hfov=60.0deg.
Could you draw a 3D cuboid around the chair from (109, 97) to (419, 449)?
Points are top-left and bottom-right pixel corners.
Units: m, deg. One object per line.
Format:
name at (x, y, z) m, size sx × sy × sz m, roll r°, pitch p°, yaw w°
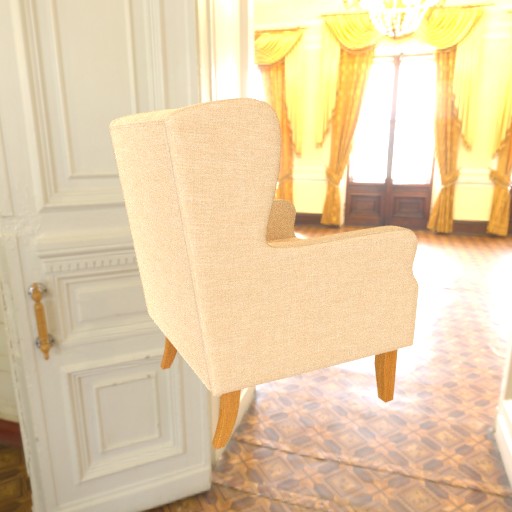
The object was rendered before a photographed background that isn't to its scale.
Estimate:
chair at (0.000, 0.000, 1.460) m, size 0.760 × 0.930 × 0.710 m, roll -8°, pitch 17°, yaw -27°
